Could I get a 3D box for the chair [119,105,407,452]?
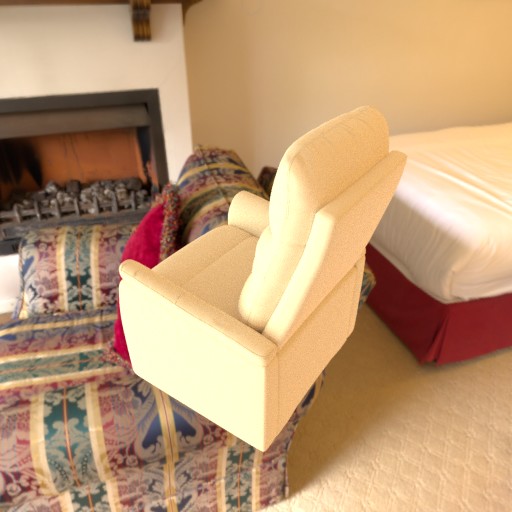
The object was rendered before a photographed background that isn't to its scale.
[{"bbox_3d":[0.000,0.000,1.659,0.831,1.082,0.775,20,38,28],"label":"chair"}]
